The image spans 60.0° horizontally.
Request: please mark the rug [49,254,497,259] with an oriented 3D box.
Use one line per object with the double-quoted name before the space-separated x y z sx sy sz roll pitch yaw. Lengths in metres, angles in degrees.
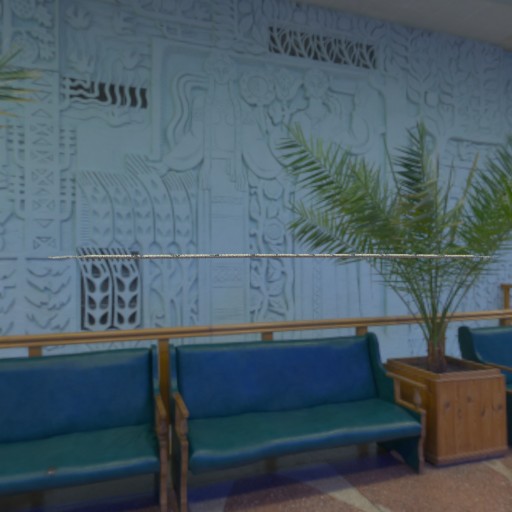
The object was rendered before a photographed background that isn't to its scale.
"rug" 0.000 0.000 4.131 3.213 0.030 2.388 0 0 -17
